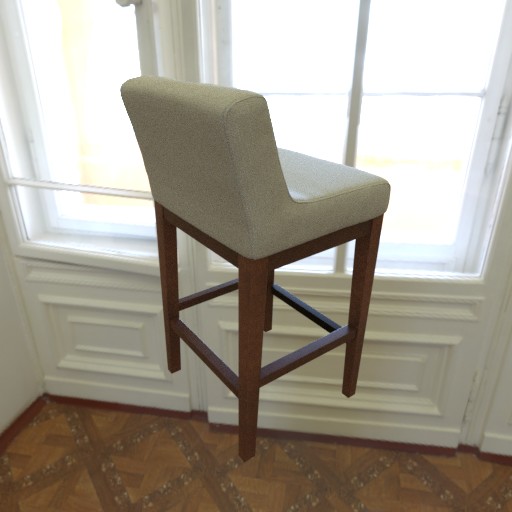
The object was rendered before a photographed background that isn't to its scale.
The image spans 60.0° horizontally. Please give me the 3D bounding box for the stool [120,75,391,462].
[{"bbox_3d":[0.000,0.000,1.246,0.500,0.937,0.511,-18,31,-32],"label":"stool"}]
